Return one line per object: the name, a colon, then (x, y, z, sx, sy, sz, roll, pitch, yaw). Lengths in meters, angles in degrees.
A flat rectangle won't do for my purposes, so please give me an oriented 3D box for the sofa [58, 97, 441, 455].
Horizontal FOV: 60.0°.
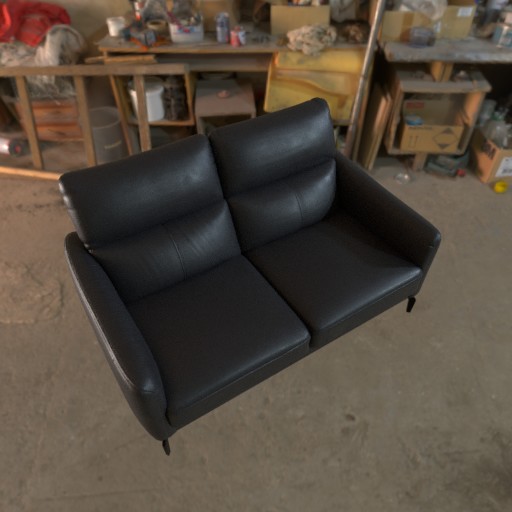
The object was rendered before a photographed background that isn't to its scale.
sofa: (0.000, 0.000, 2.134, 1.596, 0.920, 0.958, -24, 50, -22)
